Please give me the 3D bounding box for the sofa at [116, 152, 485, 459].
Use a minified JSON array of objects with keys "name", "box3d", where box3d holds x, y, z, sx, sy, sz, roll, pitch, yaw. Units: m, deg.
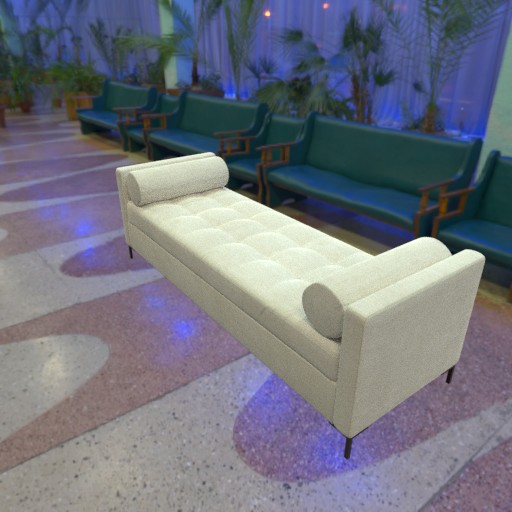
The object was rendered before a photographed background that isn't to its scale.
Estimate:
[{"name":"sofa","box3d":[0.000,0.000,2.314,0.686,0.635,1.981,-19,32,-32]}]
